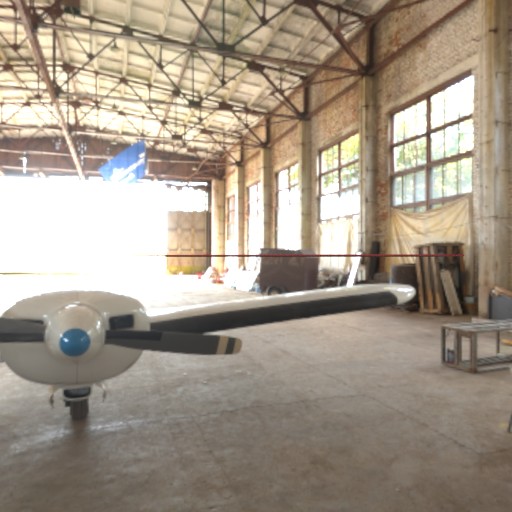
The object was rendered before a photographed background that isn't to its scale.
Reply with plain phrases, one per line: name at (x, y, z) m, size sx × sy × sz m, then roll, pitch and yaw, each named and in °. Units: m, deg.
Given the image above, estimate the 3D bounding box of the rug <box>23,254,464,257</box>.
rug at (0.000, 0.000, 2.284) m, size 1.814 × 0.008 × 1.209 m, roll 0°, pitch 0°, yaw 18°
